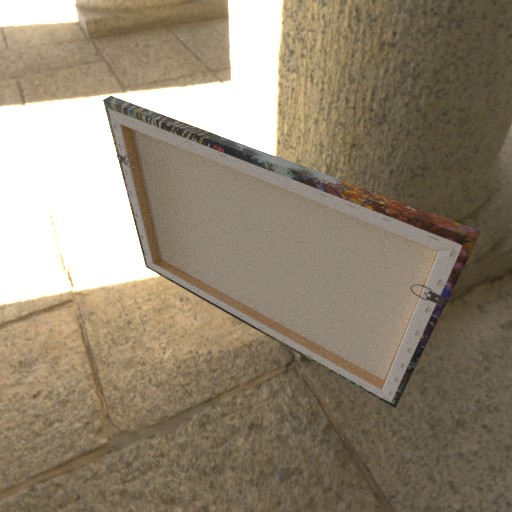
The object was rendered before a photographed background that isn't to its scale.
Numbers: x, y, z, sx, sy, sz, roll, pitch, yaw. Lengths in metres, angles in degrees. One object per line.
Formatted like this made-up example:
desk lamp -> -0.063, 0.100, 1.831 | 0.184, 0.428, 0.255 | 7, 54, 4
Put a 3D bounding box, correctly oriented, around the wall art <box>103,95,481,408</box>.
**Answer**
wall art -> 0.000, 0.000, 1.430 | 1.136, 0.760, 0.042 | 26, 51, 23
